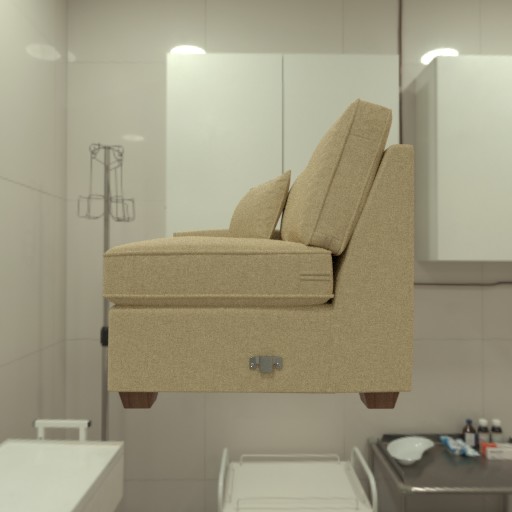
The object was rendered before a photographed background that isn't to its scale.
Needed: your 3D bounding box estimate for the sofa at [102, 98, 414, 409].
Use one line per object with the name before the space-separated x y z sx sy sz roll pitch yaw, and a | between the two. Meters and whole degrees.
sofa | 0.000 0.000 2.042 0.991 0.989 1.388 0 -1 -1
